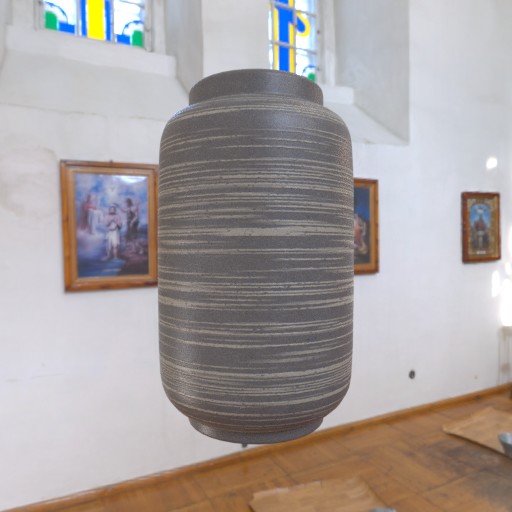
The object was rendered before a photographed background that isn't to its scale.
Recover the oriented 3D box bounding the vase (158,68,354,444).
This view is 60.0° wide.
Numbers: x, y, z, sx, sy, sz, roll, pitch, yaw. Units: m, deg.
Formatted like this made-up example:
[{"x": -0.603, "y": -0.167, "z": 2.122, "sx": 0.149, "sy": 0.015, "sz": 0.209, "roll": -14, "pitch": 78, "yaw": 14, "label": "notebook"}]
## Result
[{"x": 0.000, "y": 0.000, "z": 0.686, "sx": 0.297, "sy": 0.499, "sz": 0.297, "roll": 0, "pitch": 1, "yaw": 0, "label": "vase"}]
